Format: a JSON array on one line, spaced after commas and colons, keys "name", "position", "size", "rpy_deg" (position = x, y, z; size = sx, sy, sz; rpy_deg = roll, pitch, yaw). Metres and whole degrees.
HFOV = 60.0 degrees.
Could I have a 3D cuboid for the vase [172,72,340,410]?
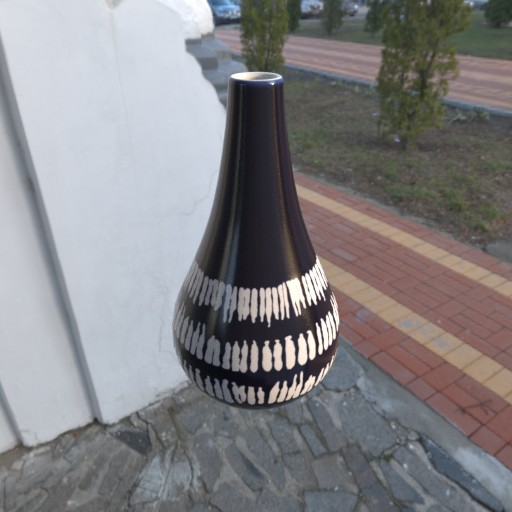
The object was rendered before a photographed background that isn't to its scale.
[{"name": "vase", "position": [0.000, 0.000, 0.387], "size": [0.159, 0.295, 0.159], "rpy_deg": [0, 31, 0]}]
